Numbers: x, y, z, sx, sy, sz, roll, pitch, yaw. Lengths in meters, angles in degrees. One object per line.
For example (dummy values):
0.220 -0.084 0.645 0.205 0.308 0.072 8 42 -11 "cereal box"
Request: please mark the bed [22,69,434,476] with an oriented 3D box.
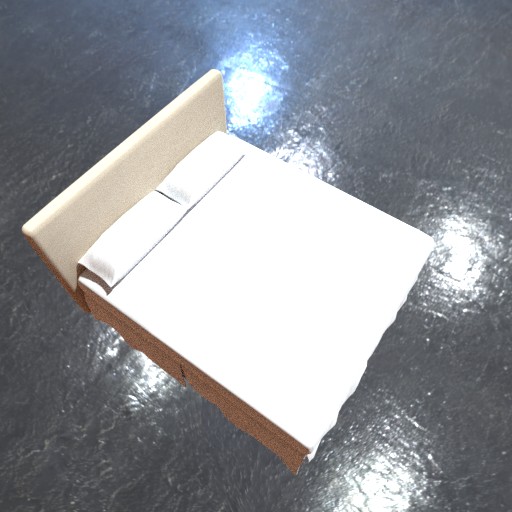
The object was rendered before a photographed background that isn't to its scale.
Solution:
0.000 0.000 3.498 2.319 1.317 2.119 31 63 18 "bed"
